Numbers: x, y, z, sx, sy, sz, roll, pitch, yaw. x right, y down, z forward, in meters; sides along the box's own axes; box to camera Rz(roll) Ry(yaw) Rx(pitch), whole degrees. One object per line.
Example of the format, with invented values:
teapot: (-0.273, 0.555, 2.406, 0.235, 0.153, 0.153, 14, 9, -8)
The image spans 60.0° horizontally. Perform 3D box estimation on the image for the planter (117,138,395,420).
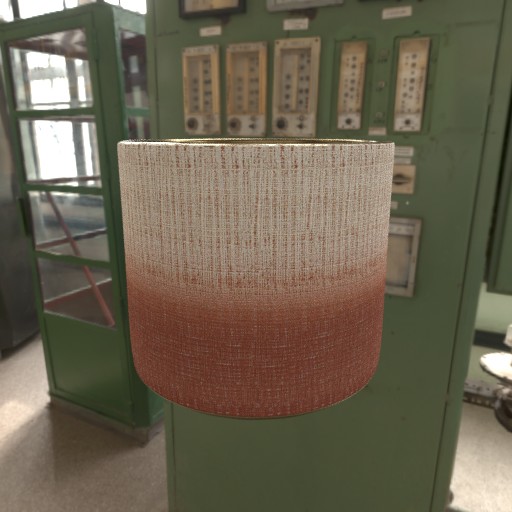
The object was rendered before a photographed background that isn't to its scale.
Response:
planter: (0.000, 0.000, 0.312, 0.178, 0.157, 0.178, 0, 16, 0)
